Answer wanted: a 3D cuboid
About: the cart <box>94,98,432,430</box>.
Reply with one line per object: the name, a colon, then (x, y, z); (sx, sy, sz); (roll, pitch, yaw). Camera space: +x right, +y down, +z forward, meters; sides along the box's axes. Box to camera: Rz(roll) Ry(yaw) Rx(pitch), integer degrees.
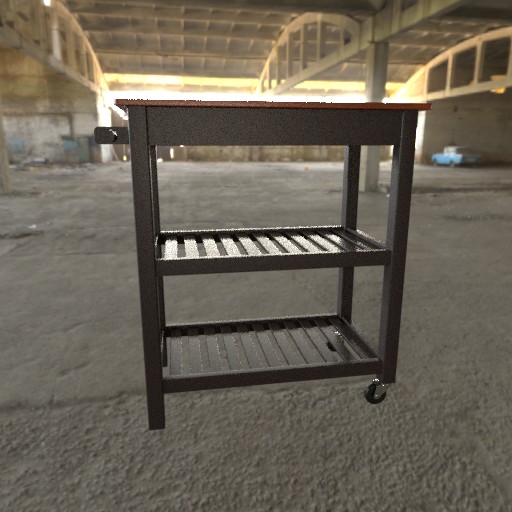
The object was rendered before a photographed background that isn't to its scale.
cart: (0.000, 0.000, 1.456); (0.899, 0.927, 0.457); (-2, 14, -10)
